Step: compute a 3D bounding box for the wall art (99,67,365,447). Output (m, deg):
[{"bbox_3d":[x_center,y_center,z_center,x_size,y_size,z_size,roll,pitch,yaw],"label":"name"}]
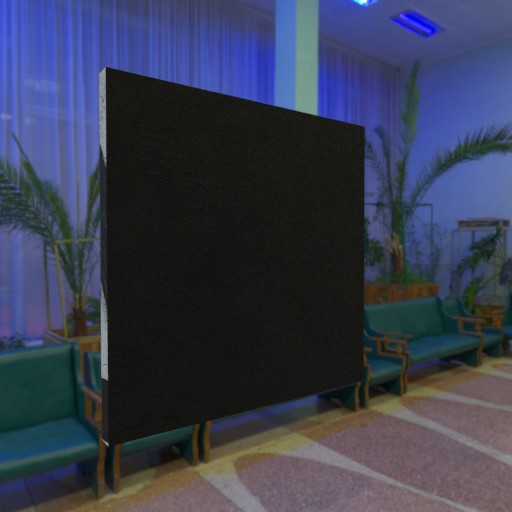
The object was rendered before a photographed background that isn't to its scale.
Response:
[{"bbox_3d":[0.000,0.000,1.129,0.765,0.765,0.046,-1,1,-35],"label":"wall art"}]
